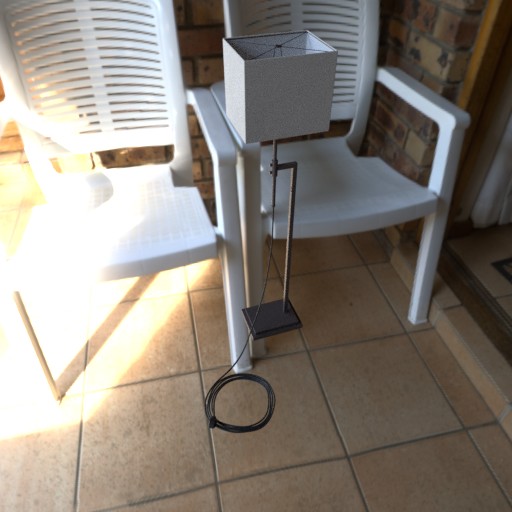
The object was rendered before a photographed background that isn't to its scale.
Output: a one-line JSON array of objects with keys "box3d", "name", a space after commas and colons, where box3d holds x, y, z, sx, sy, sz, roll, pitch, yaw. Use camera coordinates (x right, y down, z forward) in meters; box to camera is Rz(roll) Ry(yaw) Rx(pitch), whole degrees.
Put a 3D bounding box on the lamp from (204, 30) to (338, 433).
[{"box3d": [0.000, 0.000, 1.969, 0.698, 1.600, 0.774, -13, 43, -14], "name": "lamp"}]
